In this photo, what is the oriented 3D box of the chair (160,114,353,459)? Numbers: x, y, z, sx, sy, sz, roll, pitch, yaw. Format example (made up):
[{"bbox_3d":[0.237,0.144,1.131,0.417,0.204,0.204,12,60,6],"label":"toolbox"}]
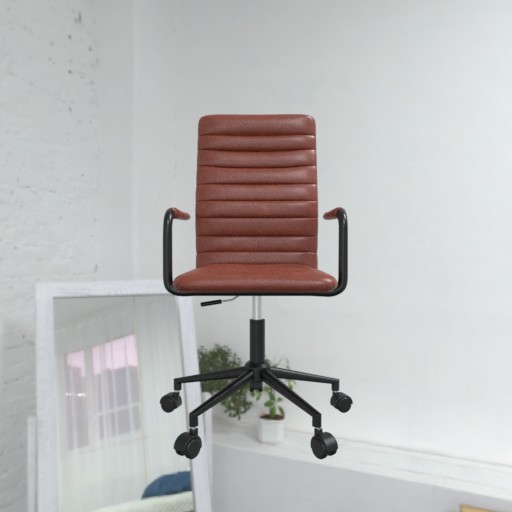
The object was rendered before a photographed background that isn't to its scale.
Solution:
[{"bbox_3d":[0.000,0.000,1.337,0.608,0.979,0.580,0,0,1],"label":"chair"}]
